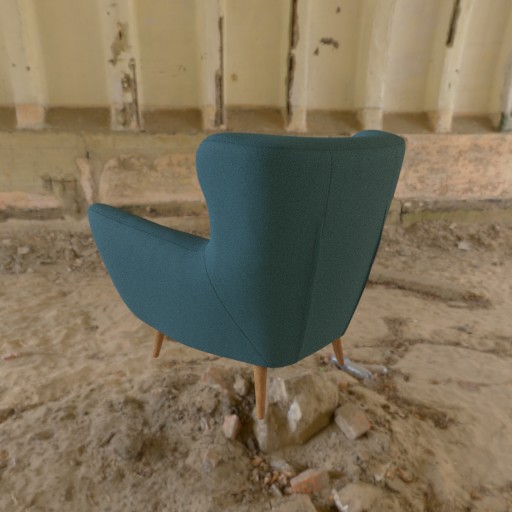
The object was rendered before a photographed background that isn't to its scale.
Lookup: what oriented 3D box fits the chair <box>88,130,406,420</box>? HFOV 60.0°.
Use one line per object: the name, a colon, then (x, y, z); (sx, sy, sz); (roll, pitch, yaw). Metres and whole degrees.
chair: (0.000, 0.000, 1.627); (0.889, 0.889, 0.890); (16, 23, 42)
